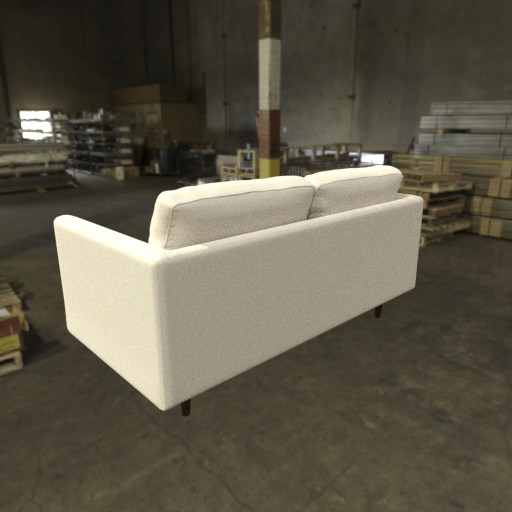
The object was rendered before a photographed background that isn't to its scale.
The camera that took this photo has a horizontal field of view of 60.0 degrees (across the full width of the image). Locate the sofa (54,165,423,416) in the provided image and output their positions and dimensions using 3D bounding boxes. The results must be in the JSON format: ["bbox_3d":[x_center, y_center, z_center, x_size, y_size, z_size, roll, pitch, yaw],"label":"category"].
[{"bbox_3d":[0.000,0.000,2.302,1.713,0.893,0.940,-15,22,-41],"label":"sofa"}]
